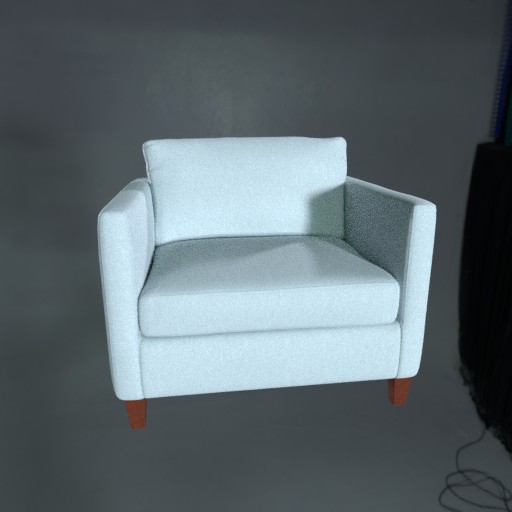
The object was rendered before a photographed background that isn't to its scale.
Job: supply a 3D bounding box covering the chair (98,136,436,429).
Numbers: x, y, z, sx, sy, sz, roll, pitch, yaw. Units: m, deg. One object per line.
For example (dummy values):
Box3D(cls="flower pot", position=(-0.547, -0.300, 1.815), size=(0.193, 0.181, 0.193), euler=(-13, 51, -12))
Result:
Box3D(cls="chair", position=(0.000, 0.000, 1.865), size=(1.107, 0.961, 0.953), euler=(-2, 16, -8))
